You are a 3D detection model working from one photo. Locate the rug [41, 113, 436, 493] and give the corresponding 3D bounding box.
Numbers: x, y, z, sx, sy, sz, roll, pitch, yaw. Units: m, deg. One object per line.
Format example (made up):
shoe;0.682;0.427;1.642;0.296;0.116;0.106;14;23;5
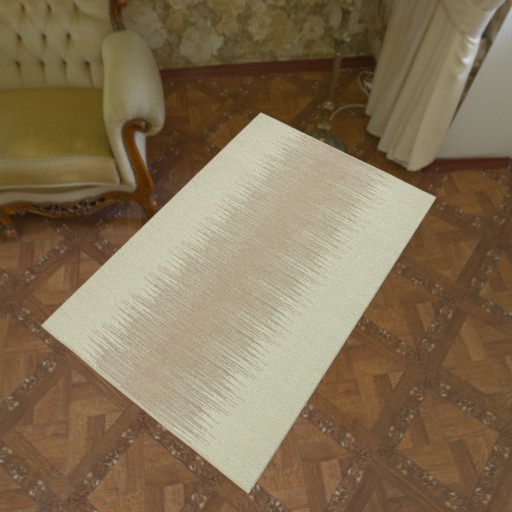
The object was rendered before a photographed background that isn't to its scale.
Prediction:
rug;0.000;0.000;2.340;1.234;0.006;1.850;31;63;18
